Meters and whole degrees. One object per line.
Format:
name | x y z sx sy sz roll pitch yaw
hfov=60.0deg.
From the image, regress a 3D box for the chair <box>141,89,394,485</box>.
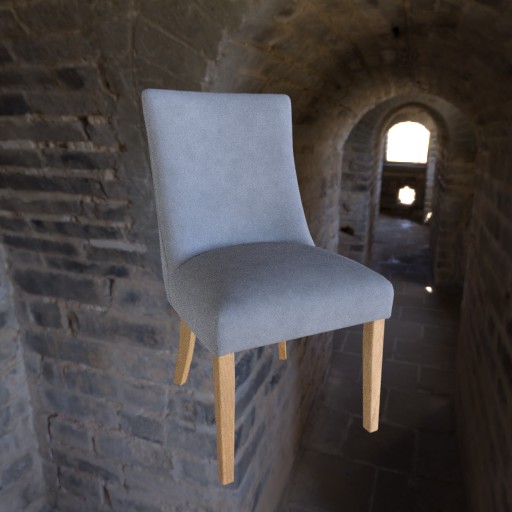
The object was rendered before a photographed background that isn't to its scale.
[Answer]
chair | 0.000 0.000 1.239 0.495 0.902 0.610 -7 17 -25
